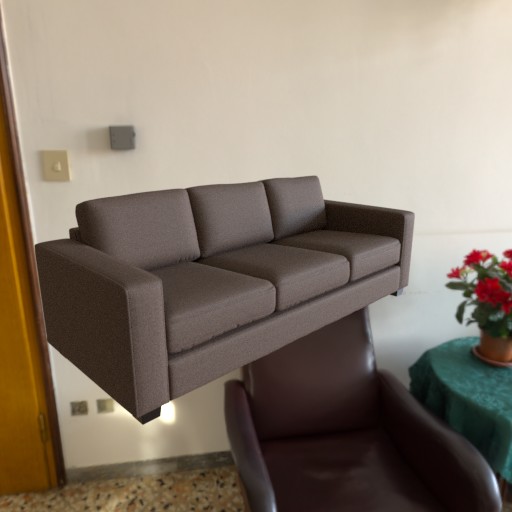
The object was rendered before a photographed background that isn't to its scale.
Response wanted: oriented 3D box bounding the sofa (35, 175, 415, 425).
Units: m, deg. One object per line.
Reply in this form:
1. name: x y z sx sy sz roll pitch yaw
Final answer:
1. sofa: 0.000 0.000 2.604 2.160 0.806 0.900 -15 22 -42
